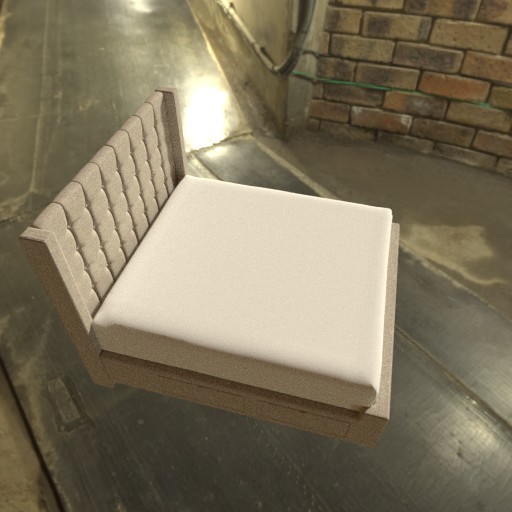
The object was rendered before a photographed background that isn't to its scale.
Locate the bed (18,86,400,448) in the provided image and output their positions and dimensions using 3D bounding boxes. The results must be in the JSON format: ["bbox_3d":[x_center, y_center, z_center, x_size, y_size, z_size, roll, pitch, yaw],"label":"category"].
[{"bbox_3d":[0.000,0.000,3.673,2.372,1.748,2.044,11,47,10],"label":"bed"}]
